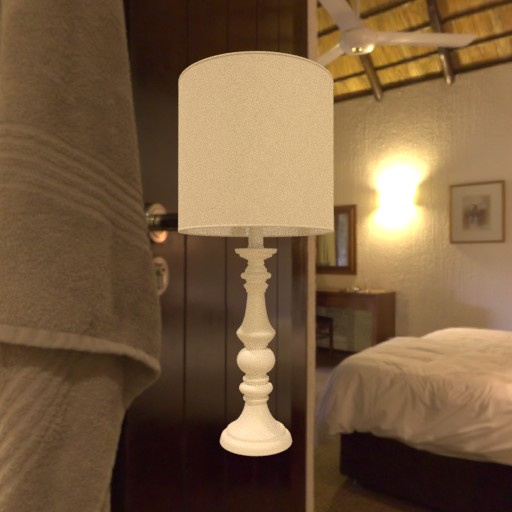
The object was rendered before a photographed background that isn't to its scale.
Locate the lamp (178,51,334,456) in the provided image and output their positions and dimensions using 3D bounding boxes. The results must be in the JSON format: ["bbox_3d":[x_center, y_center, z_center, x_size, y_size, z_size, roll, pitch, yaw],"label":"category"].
[{"bbox_3d":[0.000,0.000,0.722,0.250,0.597,0.250,0,-1,1],"label":"lamp"}]
